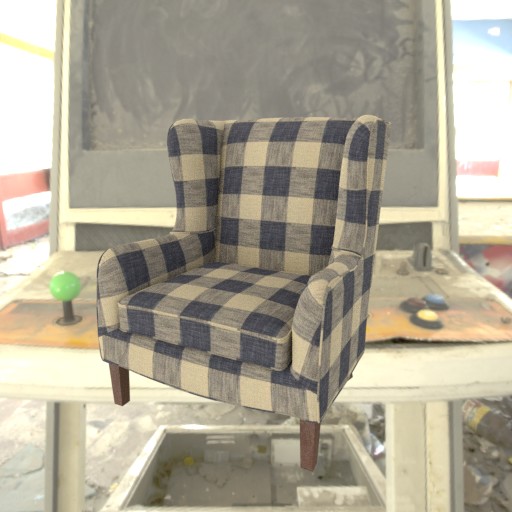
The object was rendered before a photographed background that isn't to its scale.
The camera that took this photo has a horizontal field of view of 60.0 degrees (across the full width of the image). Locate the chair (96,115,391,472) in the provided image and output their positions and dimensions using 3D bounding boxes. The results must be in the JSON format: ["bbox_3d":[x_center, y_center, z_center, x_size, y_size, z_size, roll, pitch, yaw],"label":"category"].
[{"bbox_3d":[0.000,0.000,1.695,0.830,1.041,0.889,7,17,26],"label":"chair"}]
